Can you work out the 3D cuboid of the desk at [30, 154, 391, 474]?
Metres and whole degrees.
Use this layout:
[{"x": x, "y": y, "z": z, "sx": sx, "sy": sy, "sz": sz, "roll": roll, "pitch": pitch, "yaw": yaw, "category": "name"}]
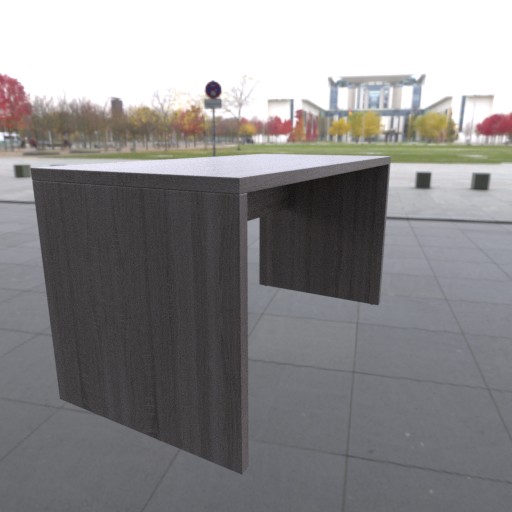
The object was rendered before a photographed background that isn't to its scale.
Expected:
[{"x": 0.000, "y": 0.000, "z": 1.767, "sx": 0.690, "sy": 0.745, "sz": 1.380, "roll": 8, "pitch": 17, "yaw": 28, "category": "desk"}]
